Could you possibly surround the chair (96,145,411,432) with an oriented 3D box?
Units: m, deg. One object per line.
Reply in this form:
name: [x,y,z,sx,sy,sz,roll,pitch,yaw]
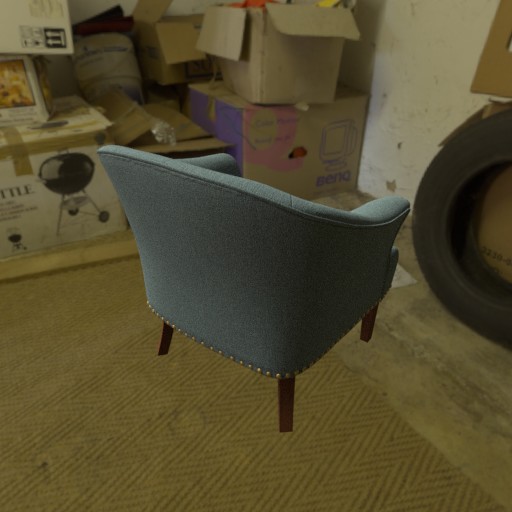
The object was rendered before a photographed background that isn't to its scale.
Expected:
chair: [0.000,0.000,1.416,0.772,0.815,0.704,22,37,32]
